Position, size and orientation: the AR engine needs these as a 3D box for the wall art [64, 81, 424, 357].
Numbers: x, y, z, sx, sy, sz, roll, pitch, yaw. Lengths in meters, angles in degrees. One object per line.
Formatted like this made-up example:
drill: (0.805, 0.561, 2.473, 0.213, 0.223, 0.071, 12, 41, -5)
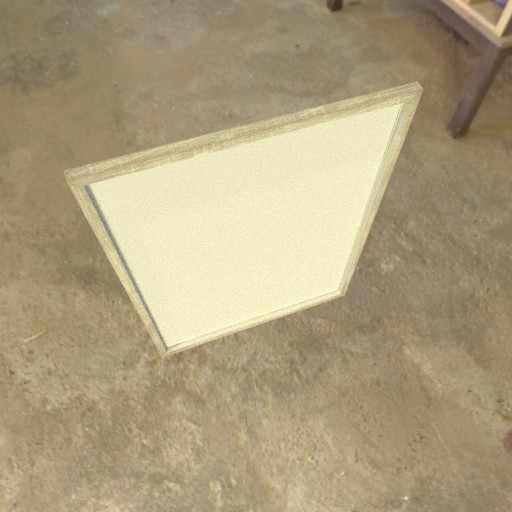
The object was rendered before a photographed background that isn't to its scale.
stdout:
wall art: (0.000, 0.000, 1.354, 0.781, 1.022, 0.035, -17, 60, -11)
